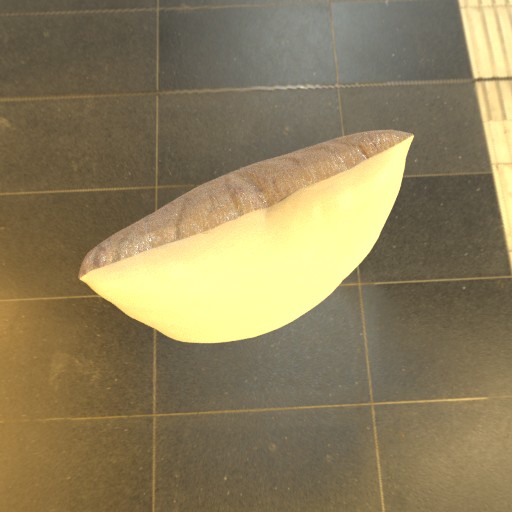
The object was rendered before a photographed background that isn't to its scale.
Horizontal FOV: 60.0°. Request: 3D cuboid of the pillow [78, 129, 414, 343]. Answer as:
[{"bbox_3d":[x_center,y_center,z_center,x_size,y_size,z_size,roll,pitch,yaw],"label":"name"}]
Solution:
[{"bbox_3d":[0.000,0.000,0.741,0.450,0.448,0.245,-22,77,-5],"label":"pillow"}]
